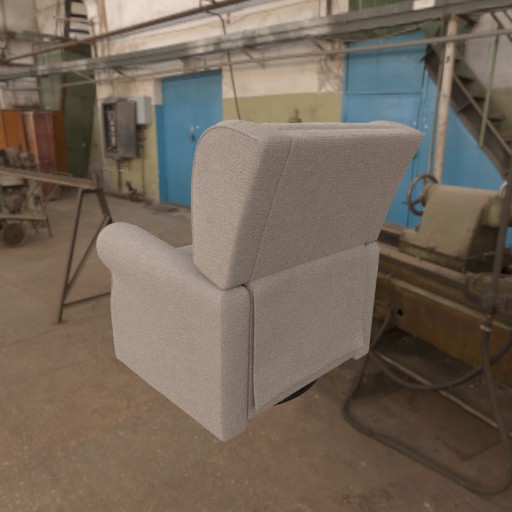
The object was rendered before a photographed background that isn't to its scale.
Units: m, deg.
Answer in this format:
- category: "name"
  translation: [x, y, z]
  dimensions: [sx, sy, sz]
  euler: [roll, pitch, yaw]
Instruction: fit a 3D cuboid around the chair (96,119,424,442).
- category: "chair"
  translation: [0.000, 0.000, 1.655]
  dimensions: [0.906, 0.966, 0.854]
  euler: [-16, 23, -42]
